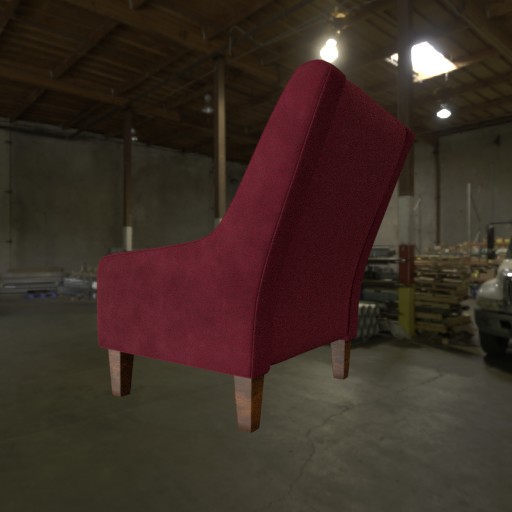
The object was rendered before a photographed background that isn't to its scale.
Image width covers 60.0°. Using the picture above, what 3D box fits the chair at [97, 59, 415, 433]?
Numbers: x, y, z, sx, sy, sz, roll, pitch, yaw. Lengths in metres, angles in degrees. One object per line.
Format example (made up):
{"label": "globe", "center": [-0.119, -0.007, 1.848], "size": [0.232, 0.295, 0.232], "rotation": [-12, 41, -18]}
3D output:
{"label": "chair", "center": [0.000, 0.000, 1.686], "size": [0.985, 1.017, 0.793], "rotation": [0, 0, 34]}
